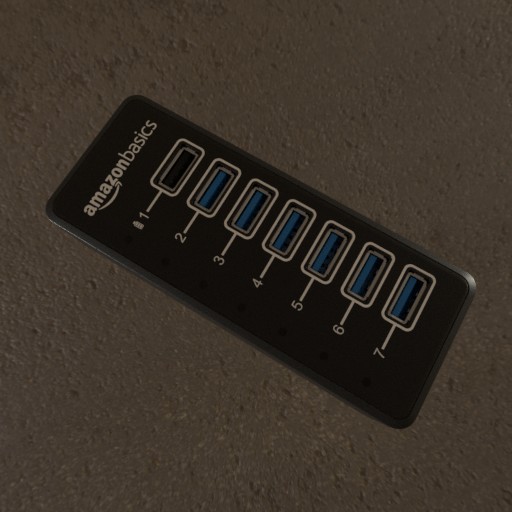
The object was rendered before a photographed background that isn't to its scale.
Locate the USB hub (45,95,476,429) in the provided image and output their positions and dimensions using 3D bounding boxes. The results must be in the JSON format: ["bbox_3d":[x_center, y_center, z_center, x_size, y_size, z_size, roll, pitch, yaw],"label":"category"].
[{"bbox_3d":[0.000,0.000,0.127,0.110,0.023,0.044,30,78,7],"label":"USB hub"}]
